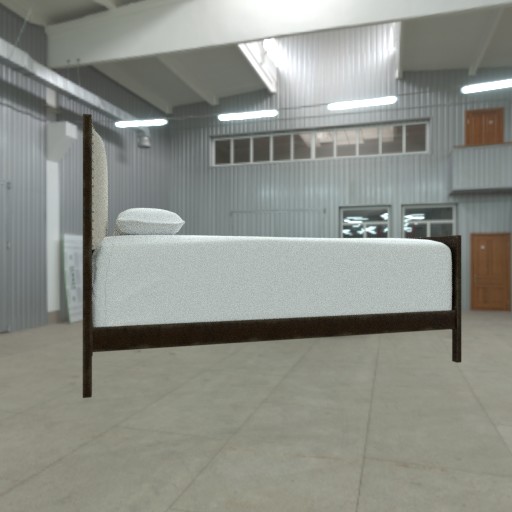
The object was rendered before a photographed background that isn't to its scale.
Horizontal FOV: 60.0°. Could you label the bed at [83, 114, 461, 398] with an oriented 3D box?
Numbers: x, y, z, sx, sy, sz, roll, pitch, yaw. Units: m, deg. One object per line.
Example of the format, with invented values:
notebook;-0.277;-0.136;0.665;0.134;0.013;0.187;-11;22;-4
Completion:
bed;0.000;0.000;3.157;2.221;1.313;1.607;0;0;-18
